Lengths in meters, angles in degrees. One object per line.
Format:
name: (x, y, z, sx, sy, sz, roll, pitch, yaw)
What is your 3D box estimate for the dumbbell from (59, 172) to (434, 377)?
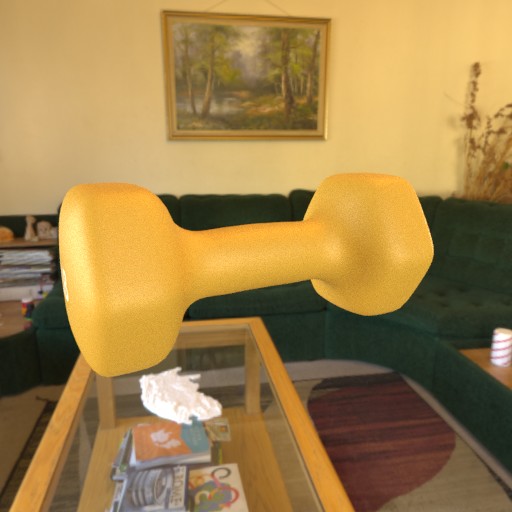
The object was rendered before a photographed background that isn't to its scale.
dumbbell: (0.000, 0.000, 0.236, 0.190, 0.082, 0.090, -7, 16, -27)
